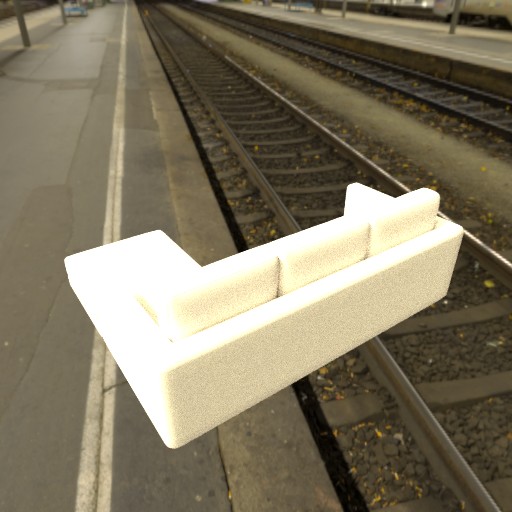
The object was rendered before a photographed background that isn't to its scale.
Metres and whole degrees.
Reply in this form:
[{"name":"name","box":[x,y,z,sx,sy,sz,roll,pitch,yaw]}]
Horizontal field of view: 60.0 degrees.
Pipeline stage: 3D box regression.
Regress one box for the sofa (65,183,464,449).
[{"name":"sofa","box":[0.000,0.000,2.858,2.029,0.899,1.580,-20,37,-29]}]
